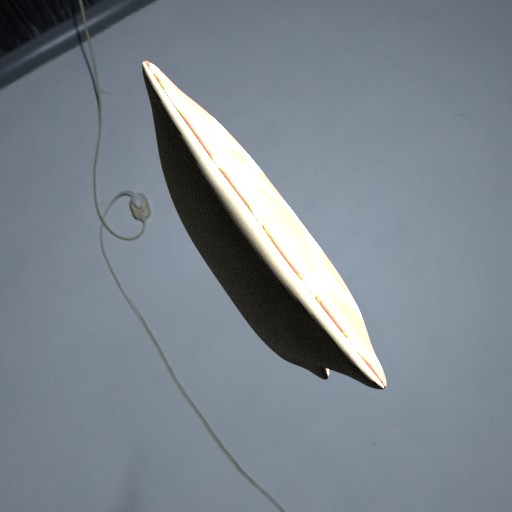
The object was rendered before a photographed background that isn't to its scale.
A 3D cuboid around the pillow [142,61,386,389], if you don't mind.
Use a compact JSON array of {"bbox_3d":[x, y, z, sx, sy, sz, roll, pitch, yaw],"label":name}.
[{"bbox_3d":[0.000,0.000,0.824,0.166,0.508,0.552,-34,78,-8],"label":"pillow"}]
